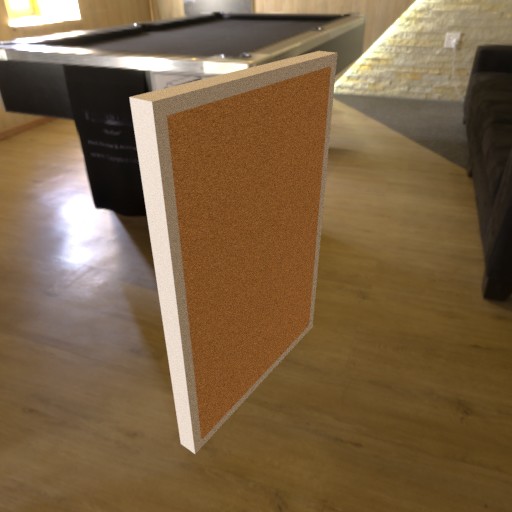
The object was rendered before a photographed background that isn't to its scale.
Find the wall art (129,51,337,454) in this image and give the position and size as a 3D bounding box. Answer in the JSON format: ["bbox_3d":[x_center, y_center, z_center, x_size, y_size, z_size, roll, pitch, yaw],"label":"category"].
[{"bbox_3d":[0.000,0.000,0.837,0.038,0.657,0.450,21,38,30],"label":"wall art"}]
